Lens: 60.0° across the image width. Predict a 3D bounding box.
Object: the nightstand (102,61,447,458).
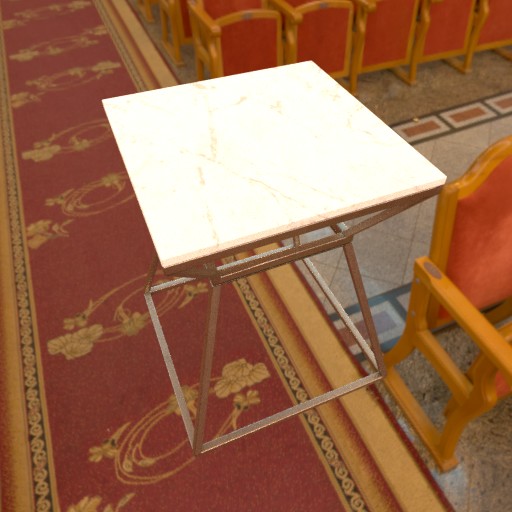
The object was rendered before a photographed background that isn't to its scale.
[{"bbox_3d":[0.000,0.000,0.889,0.455,0.554,0.455,-17,49,-15],"label":"nightstand"}]
